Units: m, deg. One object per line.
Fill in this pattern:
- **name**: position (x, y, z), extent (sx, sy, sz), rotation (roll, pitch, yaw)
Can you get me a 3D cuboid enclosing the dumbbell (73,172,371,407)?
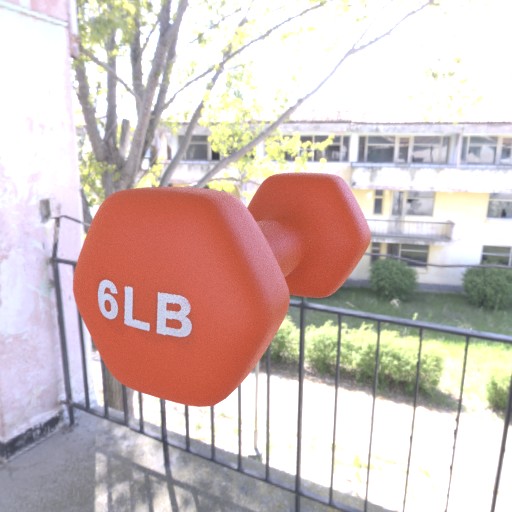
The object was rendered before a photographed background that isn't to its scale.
- **dumbbell**: position (0.000, 0.000, 0.205), extent (0.079, 0.071, 0.162), rotation (6, 15, 26)
